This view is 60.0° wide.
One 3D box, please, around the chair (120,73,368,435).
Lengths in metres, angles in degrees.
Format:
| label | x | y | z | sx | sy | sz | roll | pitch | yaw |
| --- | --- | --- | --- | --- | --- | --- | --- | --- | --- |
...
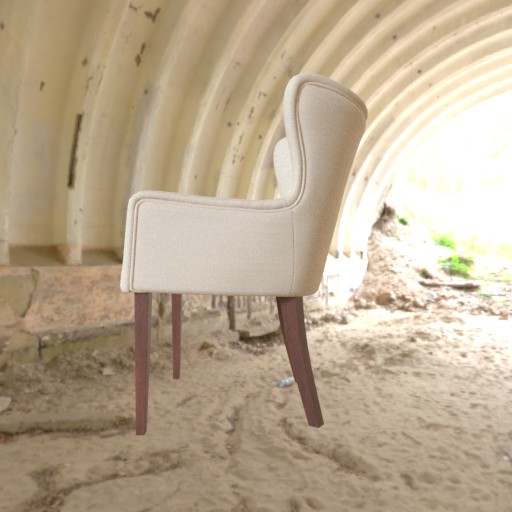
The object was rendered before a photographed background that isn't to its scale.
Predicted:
| label | x | y | z | sx | sy | sz | roll | pitch | yaw |
| --- | --- | --- | --- | --- | --- | --- | --- | --- | --- |
| chair | 0.000 | 0.000 | 1.516 | 0.744 | 0.990 | 0.696 | 0 | 0 | 0 |
